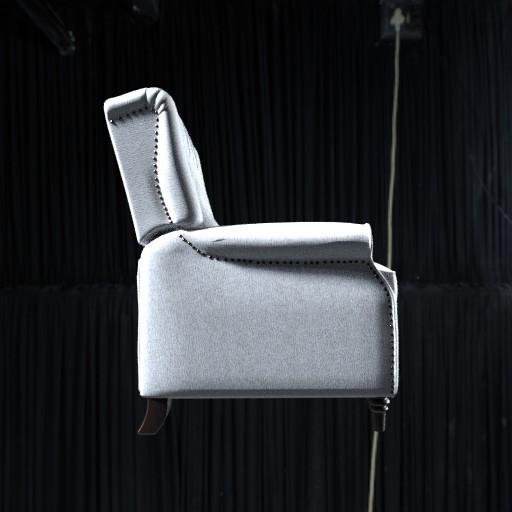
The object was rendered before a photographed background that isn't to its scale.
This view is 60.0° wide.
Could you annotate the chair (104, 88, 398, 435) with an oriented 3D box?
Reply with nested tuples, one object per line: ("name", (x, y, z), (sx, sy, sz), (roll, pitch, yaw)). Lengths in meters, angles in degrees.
("chair", (0.000, 0.000, 1.605), (0.902, 1.035, 0.742), (0, -1, -1))
